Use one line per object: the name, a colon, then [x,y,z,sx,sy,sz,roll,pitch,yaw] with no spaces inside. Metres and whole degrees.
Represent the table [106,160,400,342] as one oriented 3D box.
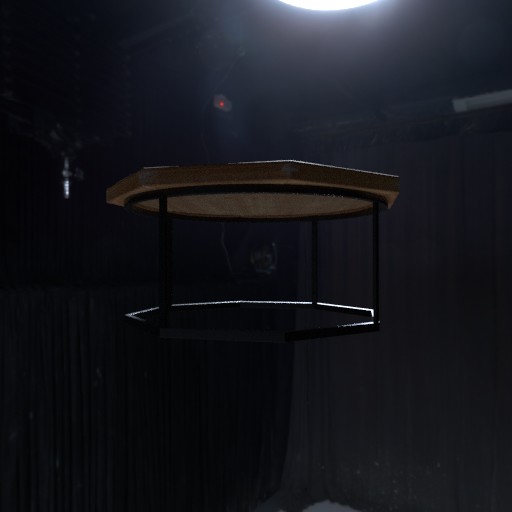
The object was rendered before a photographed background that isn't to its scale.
table: [0.000,0.000,1.545,1.002,0.444,1.002,0,-1,0]
